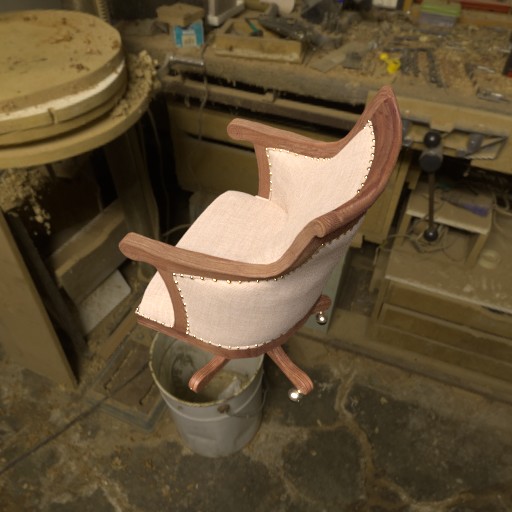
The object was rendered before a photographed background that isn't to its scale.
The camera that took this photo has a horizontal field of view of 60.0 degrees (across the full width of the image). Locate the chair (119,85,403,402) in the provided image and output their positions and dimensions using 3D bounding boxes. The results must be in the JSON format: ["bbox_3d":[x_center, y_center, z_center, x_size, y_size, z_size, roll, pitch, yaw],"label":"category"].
[{"bbox_3d":[0.000,0.000,1.418,0.689,0.965,0.656,18,49,16],"label":"chair"}]
